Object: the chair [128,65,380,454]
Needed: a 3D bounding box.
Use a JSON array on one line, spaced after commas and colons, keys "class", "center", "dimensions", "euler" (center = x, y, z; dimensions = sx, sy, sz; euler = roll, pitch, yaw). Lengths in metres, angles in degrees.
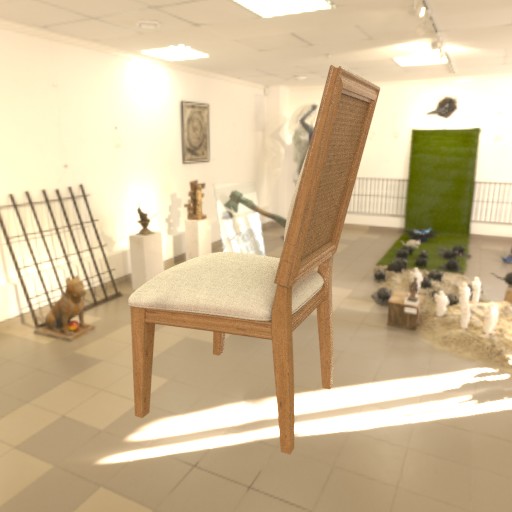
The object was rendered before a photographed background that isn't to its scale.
[{"class": "chair", "center": [0.000, 0.000, 1.353], "dimensions": [0.601, 0.988, 0.536], "euler": [7, 16, 25]}]
